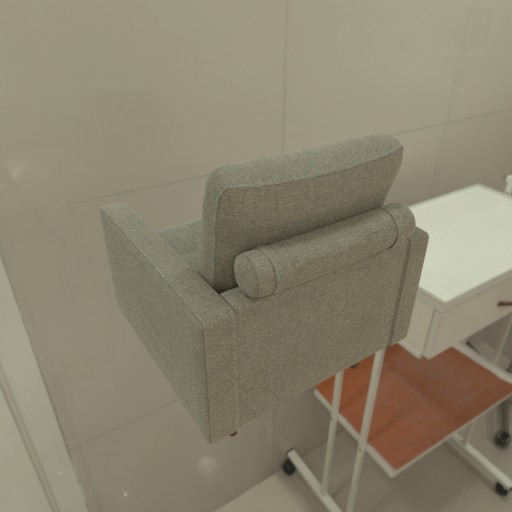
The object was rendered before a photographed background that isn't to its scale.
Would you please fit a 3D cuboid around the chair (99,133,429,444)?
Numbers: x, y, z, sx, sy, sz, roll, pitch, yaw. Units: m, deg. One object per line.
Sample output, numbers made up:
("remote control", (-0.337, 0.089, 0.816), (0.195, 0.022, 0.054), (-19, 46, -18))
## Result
("chair", (0.000, 0.000, 1.535), (0.821, 0.880, 0.843), (-19, 35, -28))
